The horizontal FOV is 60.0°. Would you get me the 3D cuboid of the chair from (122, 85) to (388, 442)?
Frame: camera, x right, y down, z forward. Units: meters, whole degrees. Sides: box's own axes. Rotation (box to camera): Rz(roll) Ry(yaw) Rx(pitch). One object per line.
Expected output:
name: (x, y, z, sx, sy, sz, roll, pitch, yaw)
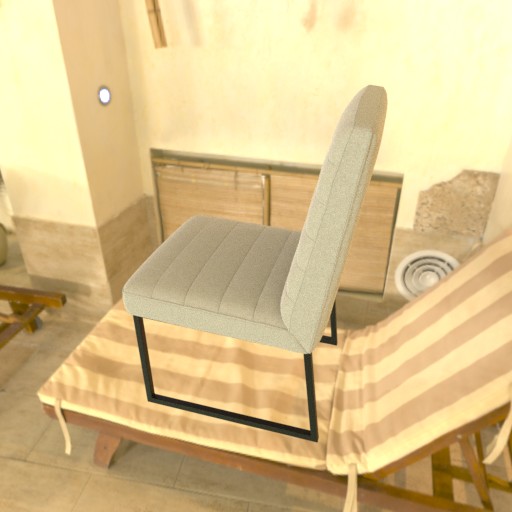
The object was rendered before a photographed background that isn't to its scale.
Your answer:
chair: (0.000, 0.000, 1.327, 0.634, 0.930, 0.520, 8, 31, 14)
